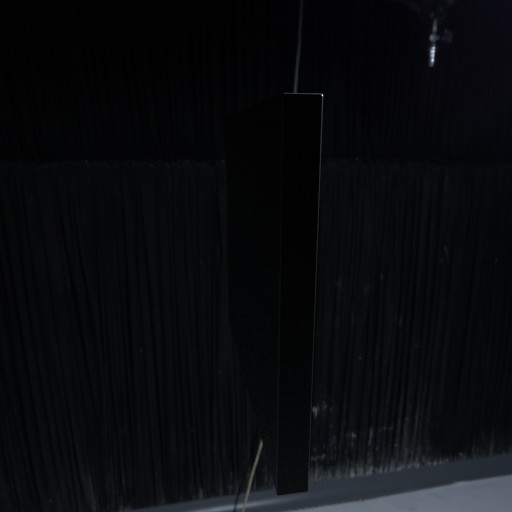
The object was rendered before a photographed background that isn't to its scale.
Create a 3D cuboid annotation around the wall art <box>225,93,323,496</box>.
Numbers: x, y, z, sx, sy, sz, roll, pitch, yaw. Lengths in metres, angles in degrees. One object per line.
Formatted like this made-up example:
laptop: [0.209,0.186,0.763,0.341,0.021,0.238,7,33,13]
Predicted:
wall art: [0.000,0.000,0.525,0.028,0.330,0.380,-3,15,-9]
